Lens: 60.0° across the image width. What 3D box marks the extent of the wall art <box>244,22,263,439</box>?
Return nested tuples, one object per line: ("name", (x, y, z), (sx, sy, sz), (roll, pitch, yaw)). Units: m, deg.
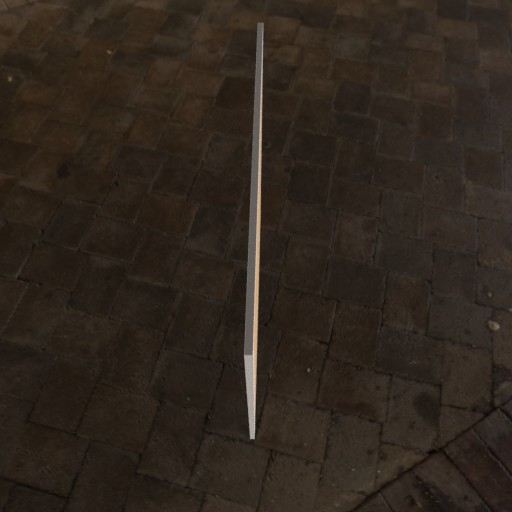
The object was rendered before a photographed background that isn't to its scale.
("wall art", (0.000, 0.000, 1.201), (0.013, 0.813, 0.812), (1, 60, 1))
